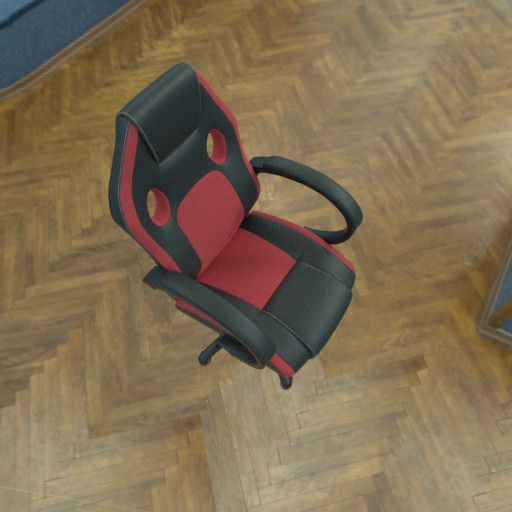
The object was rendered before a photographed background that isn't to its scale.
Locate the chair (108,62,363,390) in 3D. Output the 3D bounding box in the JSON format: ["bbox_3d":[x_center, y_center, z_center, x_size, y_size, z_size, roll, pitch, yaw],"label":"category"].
[{"bbox_3d":[0.000,0.000,1.599,0.724,1.187,0.673,29,63,17],"label":"chair"}]
